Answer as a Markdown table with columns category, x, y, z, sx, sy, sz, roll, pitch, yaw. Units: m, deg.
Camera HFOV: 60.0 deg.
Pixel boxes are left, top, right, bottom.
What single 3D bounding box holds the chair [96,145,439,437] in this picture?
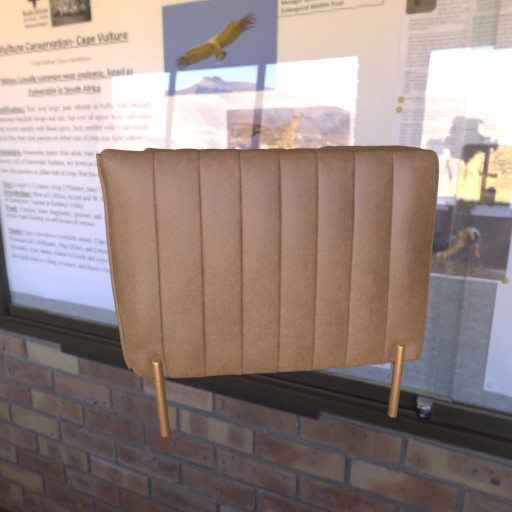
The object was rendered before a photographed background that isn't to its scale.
| category | x | y | z | sx | sy | sz | roll | pitch | yaw |
| --- | --- | --- | --- | --- | --- | --- | --- | --- | --- |
| chair | 0.000 | 0.000 | 1.610 | 0.876 | 0.779 | 0.981 | -2 | 14 | -7 |
